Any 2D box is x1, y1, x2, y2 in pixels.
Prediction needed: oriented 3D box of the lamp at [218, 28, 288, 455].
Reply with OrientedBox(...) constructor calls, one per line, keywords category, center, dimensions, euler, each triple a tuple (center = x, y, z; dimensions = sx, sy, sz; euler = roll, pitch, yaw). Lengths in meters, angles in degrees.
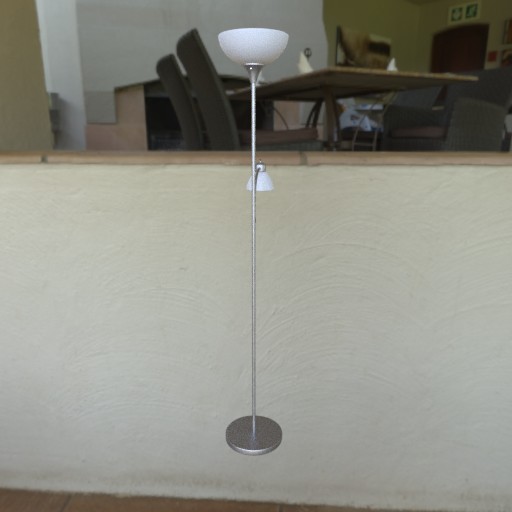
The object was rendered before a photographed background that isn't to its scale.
OrientedBox(category="lamp", center=(0.000, 0.000, 2.025), dimensions=(0.279, 1.804, 0.425), euler=(2, 15, 7))
